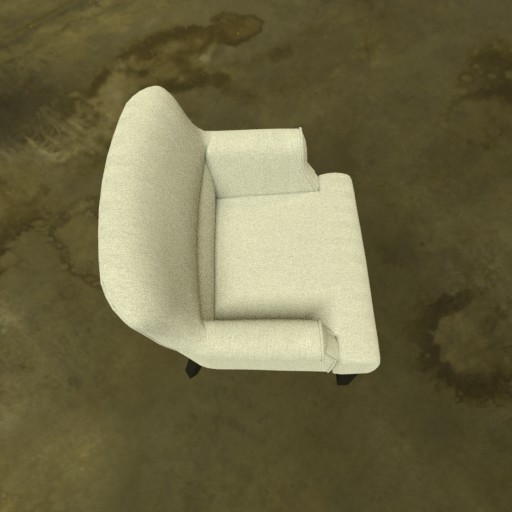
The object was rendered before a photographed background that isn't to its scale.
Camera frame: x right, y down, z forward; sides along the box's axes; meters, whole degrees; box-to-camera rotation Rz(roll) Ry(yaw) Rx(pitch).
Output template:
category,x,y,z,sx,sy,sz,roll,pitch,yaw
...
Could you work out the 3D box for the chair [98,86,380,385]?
category,x,y,z,sx,sy,sz,roll,pitch,yaw
chair,0.000,0.000,1.454,0.750,0.875,0.781,-2,63,-1
